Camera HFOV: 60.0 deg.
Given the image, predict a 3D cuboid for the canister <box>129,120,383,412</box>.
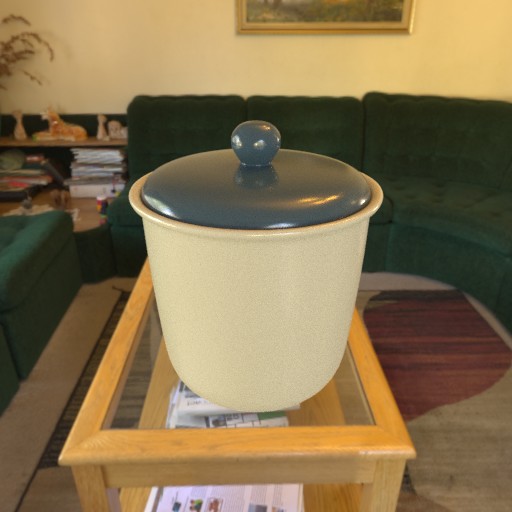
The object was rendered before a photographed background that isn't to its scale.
[{"bbox_3d":[0.000,0.000,0.353,0.182,0.208,0.182,0,26,0],"label":"canister"}]
